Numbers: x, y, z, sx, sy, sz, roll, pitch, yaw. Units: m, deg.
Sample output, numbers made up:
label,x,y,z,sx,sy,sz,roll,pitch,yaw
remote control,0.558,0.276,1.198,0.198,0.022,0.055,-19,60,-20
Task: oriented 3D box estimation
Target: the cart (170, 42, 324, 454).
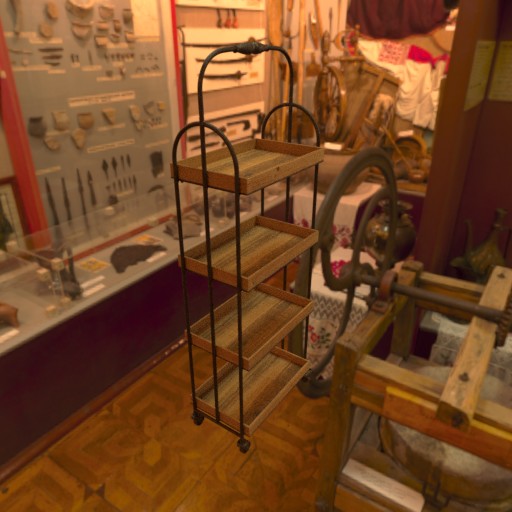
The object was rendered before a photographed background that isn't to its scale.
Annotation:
label,x,y,z,sx,sy,sz,roll,pitch,yaw
cart,0.000,0.000,1.704,0.308,1.481,0.581,17,31,31
